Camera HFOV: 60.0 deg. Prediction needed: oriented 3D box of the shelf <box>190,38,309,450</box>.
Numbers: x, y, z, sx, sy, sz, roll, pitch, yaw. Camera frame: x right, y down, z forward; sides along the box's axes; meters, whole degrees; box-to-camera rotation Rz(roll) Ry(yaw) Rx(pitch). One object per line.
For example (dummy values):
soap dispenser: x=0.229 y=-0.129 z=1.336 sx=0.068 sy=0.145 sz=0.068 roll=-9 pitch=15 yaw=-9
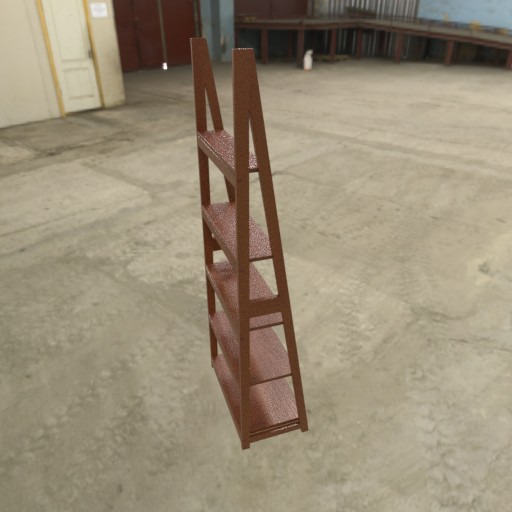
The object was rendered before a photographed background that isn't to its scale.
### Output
shelf: x=0.000 y=0.000 z=2.042 sx=0.356 sy=1.780 sz=0.630 roll=-10 pitch=30 yaw=-17
